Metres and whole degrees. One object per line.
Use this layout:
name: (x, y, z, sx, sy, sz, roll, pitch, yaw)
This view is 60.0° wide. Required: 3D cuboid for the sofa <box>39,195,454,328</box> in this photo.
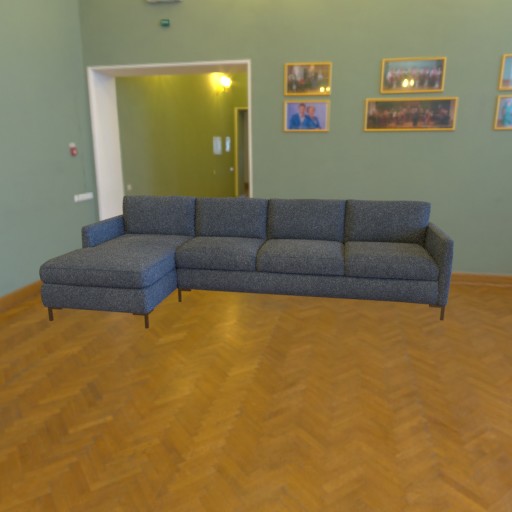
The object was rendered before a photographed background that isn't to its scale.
sofa: (0.000, 0.000, 3.513, 2.932, 0.810, 1.350, 3, 14, 10)
